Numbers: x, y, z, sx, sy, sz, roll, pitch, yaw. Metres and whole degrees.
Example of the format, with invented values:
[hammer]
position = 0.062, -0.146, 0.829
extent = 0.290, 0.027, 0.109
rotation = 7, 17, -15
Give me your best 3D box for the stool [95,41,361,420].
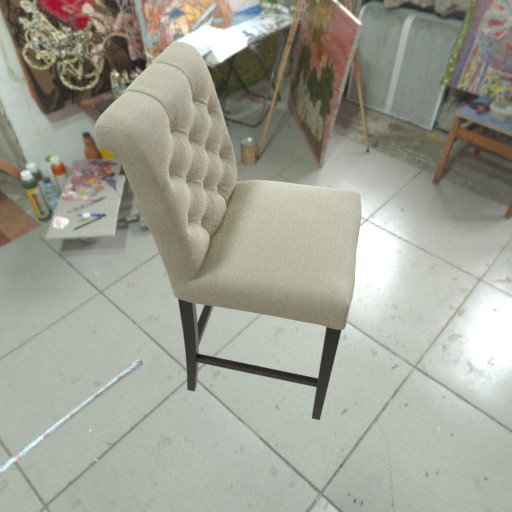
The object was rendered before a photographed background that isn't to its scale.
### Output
[stool]
position = 0.000, 0.000, 1.404
extent = 0.610, 1.118, 0.482
rotation = 9, 47, 9
